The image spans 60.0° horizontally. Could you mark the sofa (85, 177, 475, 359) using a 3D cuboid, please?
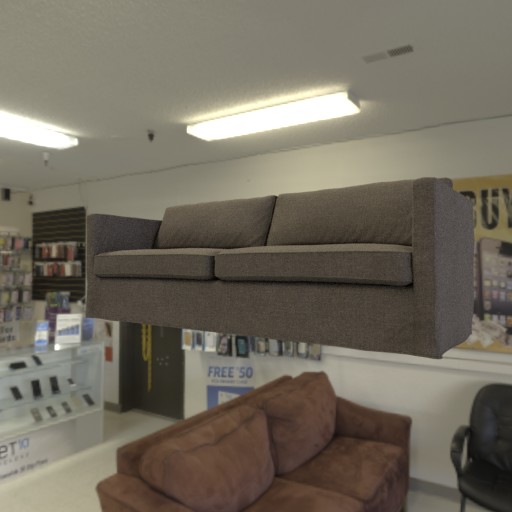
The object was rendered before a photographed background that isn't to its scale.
[{"bbox_3d":[0.000,0.000,3.243,2.779,0.998,1.036,-1,-1,35],"label":"sofa"}]
